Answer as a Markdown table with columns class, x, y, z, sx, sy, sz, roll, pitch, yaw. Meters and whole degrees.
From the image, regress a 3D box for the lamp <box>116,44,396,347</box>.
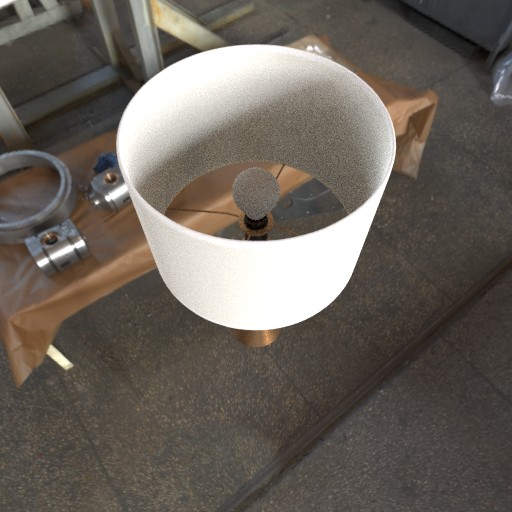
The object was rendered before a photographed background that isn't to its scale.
| class | x | y | z | sx | sy | sz | roll | pitch | yaw |
| --- | --- | --- | --- | --- | --- | --- | --- | --- | --- |
| lamp | 0.000 | 0.000 | 0.634 | 0.268 | 0.479 | 0.268 | 16 | 60 | 10 |
